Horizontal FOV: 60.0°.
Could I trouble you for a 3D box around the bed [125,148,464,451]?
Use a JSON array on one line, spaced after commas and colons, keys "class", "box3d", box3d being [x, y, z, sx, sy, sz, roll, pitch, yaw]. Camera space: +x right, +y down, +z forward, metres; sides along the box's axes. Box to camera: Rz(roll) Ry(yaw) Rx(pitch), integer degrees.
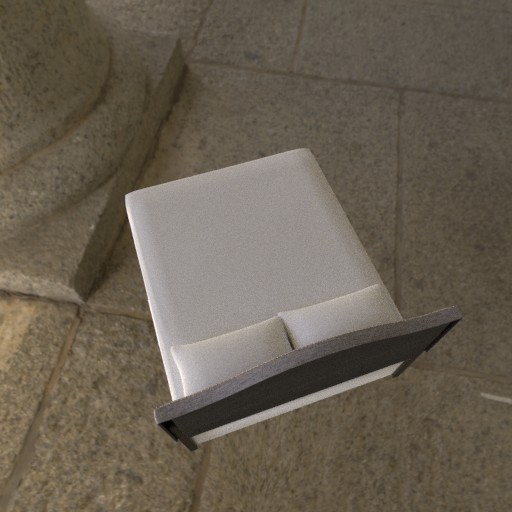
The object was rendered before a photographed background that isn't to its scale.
[{"class": "bed", "box3d": [0.000, 0.000, 2.934, 1.610, 1.295, 1.870, -16, 61, -9]}]
